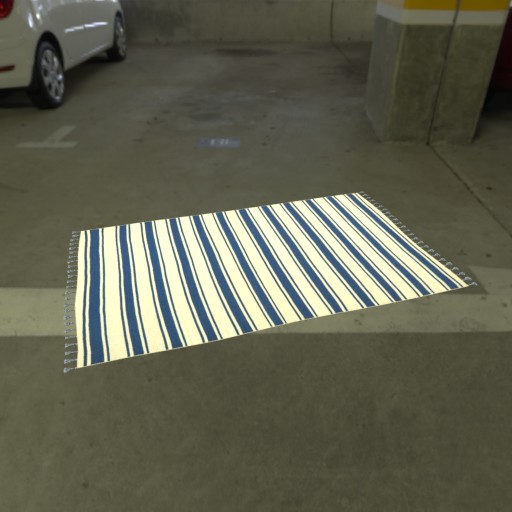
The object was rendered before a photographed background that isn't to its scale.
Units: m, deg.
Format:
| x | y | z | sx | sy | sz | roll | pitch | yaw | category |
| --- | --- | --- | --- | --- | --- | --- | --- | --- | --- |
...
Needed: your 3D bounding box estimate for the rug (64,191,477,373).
| x | y | z | sx | sy | sz | roll | pitch | yaw | category |
| --- | --- | --- | --- | --- | --- | --- | --- | --- | --- |
| 0.000 | 0.000 | 2.603 | 2.108 | 0.009 | 1.248 | -10 | 34 | -14 | rug |
